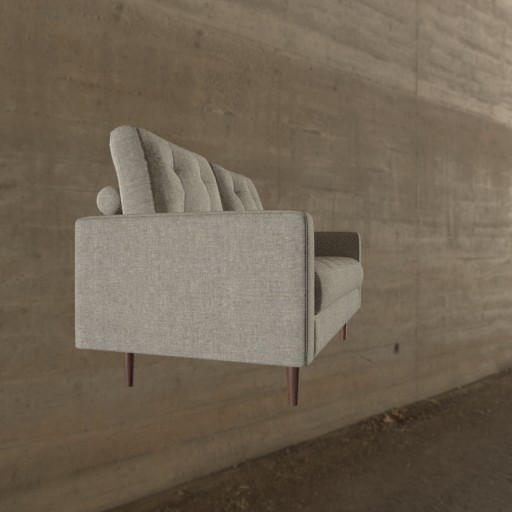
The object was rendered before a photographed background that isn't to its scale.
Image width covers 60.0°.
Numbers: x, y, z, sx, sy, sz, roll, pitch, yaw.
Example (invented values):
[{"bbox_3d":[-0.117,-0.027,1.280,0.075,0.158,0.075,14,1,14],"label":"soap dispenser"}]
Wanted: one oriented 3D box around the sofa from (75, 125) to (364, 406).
[{"bbox_3d":[0.000,0.000,1.982,0.842,0.907,1.407,0,0,19],"label":"sofa"}]
